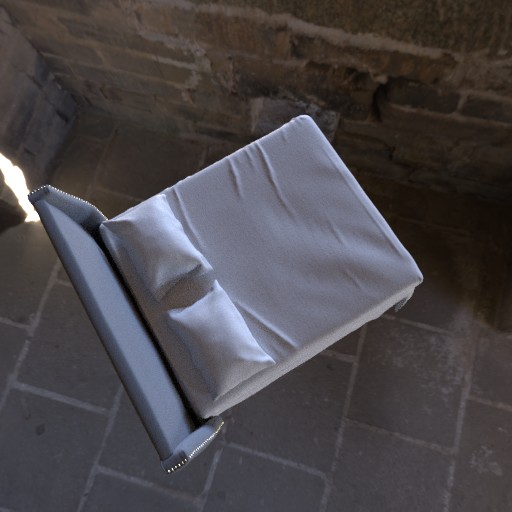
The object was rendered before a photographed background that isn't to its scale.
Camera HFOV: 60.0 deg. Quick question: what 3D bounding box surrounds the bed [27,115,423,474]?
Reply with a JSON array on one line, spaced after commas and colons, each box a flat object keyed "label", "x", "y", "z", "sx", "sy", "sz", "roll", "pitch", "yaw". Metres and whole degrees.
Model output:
[{"label": "bed", "x": 0.000, "y": 0.000, "z": 3.353, "sx": 2.276, "sy": 1.332, "sz": 1.925, "roll": -30, "pitch": 77, "yaw": -7}]
